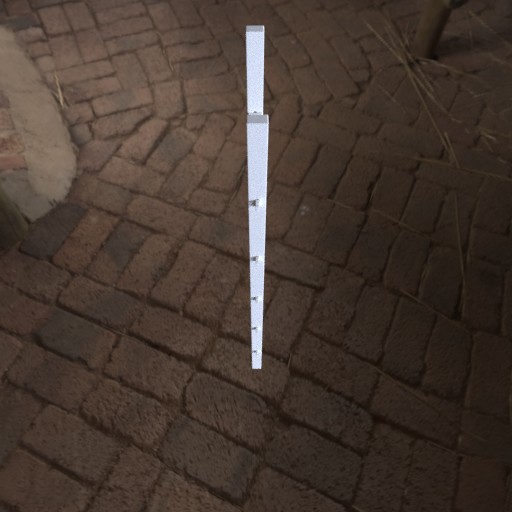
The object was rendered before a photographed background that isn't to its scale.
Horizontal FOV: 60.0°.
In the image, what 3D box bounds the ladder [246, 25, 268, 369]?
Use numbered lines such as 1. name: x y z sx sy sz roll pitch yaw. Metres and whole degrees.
1. ladder: 0.000 0.000 1.902 0.051 1.797 0.452 -1 58 -1
